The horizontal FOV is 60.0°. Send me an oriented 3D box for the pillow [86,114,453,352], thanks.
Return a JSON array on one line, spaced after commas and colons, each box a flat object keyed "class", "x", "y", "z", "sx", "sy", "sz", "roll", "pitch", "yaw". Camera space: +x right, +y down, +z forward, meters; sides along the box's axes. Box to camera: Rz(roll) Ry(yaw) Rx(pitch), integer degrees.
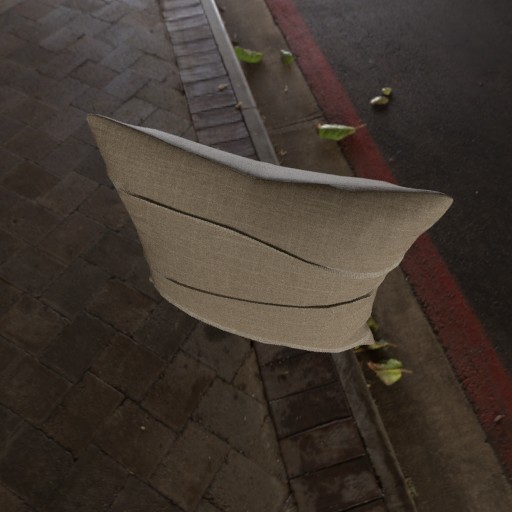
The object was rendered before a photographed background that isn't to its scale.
[{"class": "pillow", "x": 0.000, "y": 0.000, "z": 0.636, "sx": 0.424, "sy": 0.400, "sz": 0.169, "roll": 15, "pitch": 59, "yaw": 9}]
